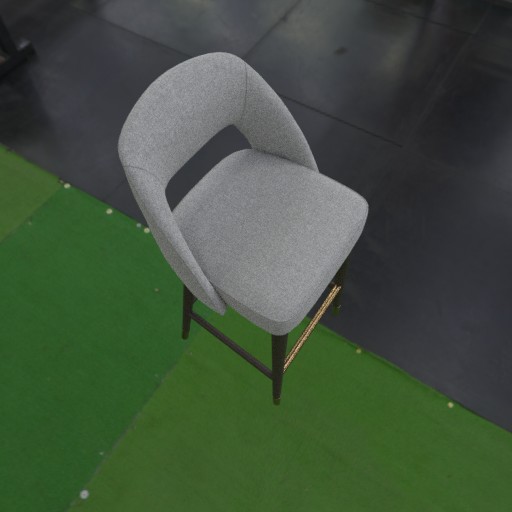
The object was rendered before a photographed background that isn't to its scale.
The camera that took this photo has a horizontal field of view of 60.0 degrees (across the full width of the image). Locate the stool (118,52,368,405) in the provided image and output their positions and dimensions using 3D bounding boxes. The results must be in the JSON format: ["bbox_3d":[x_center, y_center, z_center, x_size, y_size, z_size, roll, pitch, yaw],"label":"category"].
[{"bbox_3d":[0.000,0.000,1.319,0.509,1.037,0.494,31,65,17],"label":"stool"}]
